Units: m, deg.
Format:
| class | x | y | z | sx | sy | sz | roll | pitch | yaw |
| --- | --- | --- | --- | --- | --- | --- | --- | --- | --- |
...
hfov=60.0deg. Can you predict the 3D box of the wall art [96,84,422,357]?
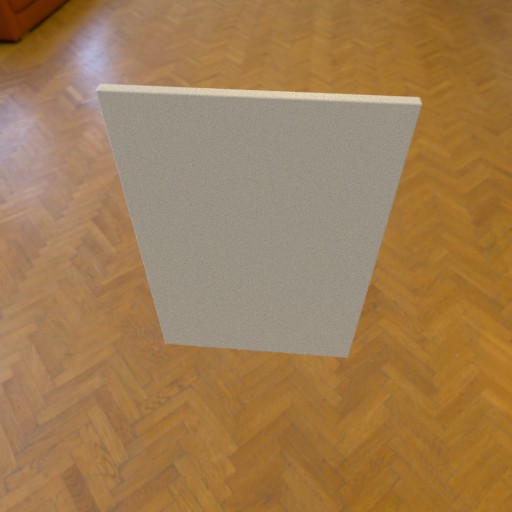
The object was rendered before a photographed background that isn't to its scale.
| class | x | y | z | sx | sy | sz | roll | pitch | yaw |
| --- | --- | --- | --- | --- | --- | --- | --- | --- | --- |
| wall art | 0.000 | 0.000 | 1.054 | 0.556 | 0.813 | 0.026 | 4 | 47 | 3 |
